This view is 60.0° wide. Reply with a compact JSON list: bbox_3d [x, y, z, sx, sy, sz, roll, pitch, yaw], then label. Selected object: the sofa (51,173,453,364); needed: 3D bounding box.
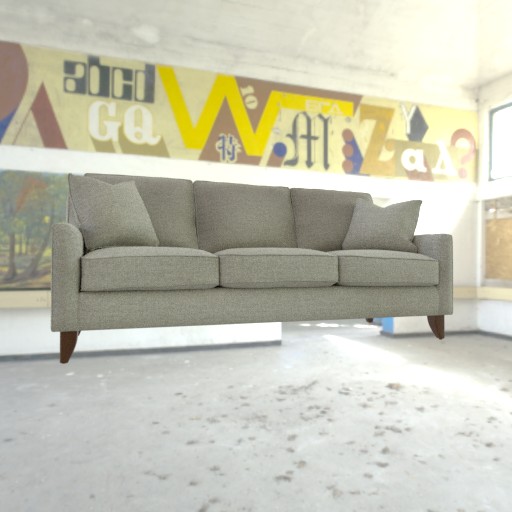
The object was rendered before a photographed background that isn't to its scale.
[{"bbox_3d":[0.000,0.000,2.475,2.031,0.914,0.865,0,-1,-18],"label":"sofa"}]
